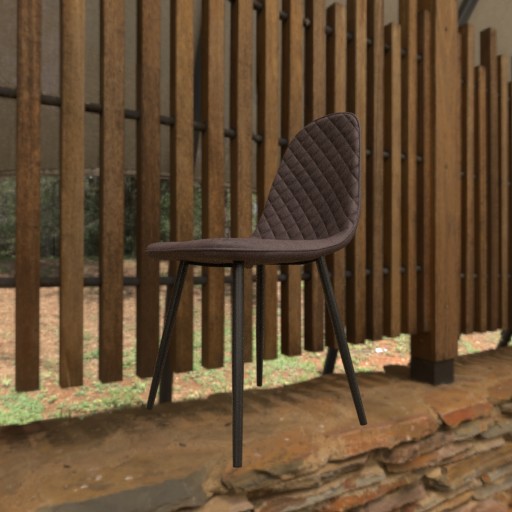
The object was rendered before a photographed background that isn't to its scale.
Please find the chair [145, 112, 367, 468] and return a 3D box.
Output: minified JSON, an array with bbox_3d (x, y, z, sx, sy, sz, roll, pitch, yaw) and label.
[{"bbox_3d":[0.000,0.000,1.240,0.561,0.889,0.472,0,-1,-37],"label":"chair"}]
